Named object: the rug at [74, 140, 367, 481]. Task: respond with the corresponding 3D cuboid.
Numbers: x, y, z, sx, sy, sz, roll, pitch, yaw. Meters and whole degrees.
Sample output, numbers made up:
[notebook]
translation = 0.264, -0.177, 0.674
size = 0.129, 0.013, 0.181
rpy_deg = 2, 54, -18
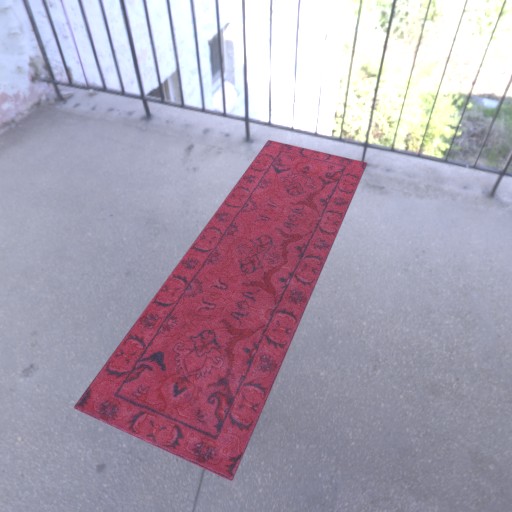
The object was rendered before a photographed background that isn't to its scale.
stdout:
[rug]
translation = 0.000, 0.000, 2.715
size = 0.813, 0.018, 2.439
rpy_deg = 17, 49, 15
